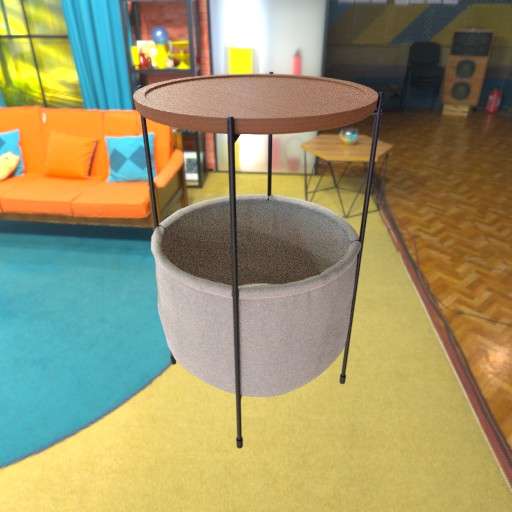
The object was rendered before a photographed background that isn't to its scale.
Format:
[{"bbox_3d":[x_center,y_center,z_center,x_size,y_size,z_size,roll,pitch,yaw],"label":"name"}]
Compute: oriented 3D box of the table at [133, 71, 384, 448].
[{"bbox_3d":[0.000,0.000,0.871,0.393,0.623,0.393,-20,36,-31],"label":"table"}]
